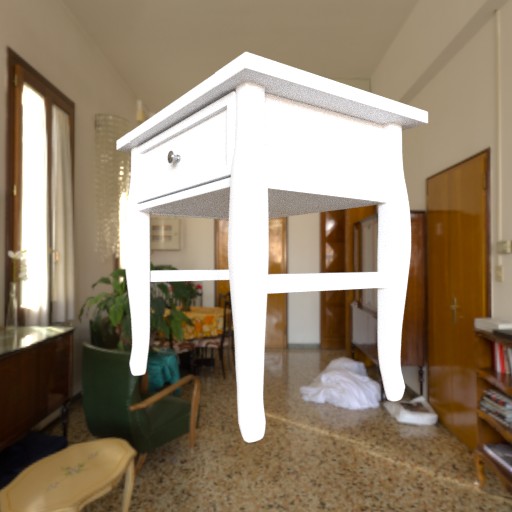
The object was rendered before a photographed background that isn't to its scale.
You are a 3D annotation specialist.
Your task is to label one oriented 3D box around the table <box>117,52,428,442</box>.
[{"bbox_3d":[0.000,0.000,1.034,0.463,0.605,0.599,1,-1,-35],"label":"table"}]
